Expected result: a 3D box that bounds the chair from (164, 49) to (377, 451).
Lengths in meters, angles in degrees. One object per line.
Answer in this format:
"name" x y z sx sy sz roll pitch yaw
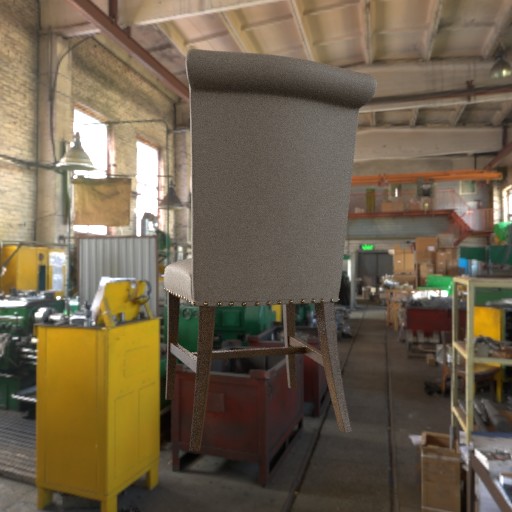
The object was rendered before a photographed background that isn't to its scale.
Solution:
"chair" 0.000 0.000 1.366 0.513 0.988 0.608 0 -1 -17
